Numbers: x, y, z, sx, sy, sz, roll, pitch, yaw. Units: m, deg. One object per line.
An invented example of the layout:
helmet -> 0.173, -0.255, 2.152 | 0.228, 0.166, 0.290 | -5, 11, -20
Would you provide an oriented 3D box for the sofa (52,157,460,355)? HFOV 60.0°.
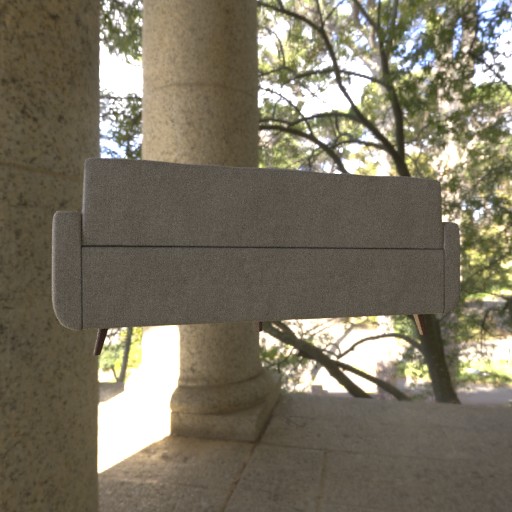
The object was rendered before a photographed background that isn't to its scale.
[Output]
sofa -> 0.000, 0.000, 2.576 | 2.055, 0.873, 0.968 | 0, 0, -17
